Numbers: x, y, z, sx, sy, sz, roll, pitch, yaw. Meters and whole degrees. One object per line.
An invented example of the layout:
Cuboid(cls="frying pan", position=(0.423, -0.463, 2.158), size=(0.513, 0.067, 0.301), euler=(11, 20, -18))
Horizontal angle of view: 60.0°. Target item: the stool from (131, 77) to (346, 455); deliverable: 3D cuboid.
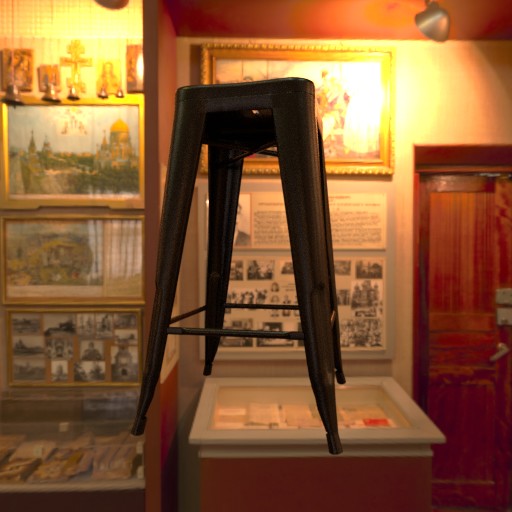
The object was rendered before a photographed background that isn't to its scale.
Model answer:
Cuboid(cls="stool", position=(0.000, 0.000, 0.904), size=(0.423, 0.609, 0.455), euler=(0, 1, 1))
